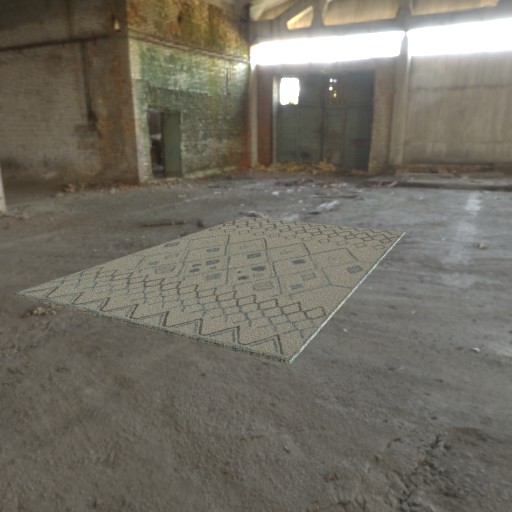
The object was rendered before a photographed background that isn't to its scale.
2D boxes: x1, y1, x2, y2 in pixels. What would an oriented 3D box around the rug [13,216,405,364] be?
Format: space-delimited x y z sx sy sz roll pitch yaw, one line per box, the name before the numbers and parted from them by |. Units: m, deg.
rug | 0.000 0.000 2.953 1.524 0.015 2.439 8 17 26
